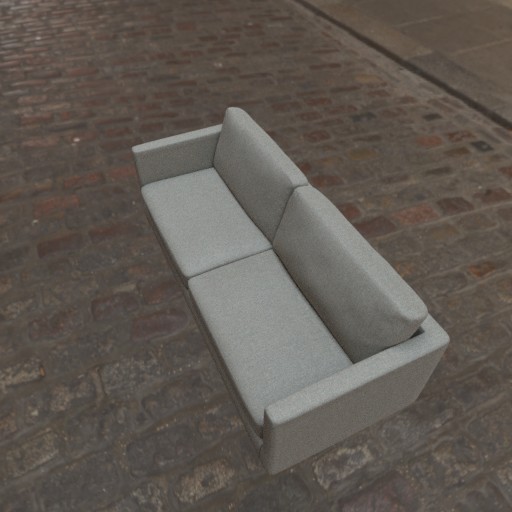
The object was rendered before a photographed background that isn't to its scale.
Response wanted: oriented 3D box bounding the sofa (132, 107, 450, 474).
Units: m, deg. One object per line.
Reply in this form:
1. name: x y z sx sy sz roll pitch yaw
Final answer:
1. sofa: 0.000 0.000 2.748 0.956 0.963 2.208 -19 50 -17
